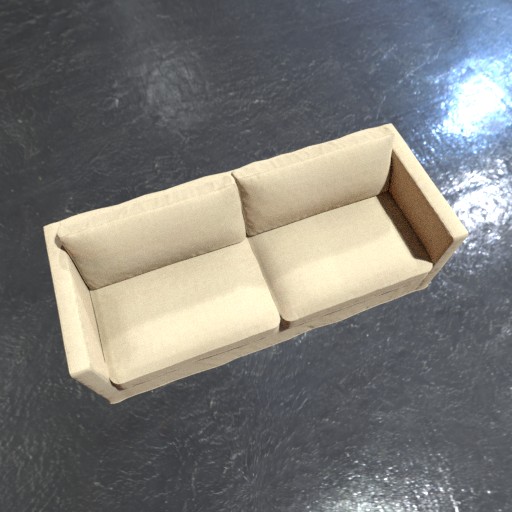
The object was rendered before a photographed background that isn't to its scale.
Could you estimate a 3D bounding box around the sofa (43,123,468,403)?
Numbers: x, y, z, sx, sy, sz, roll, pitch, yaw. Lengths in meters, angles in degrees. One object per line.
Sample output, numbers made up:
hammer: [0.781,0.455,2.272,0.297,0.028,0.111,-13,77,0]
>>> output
sofa: [0.000,0.000,2.789,2.312,0.853,0.962,-18,64,-10]
